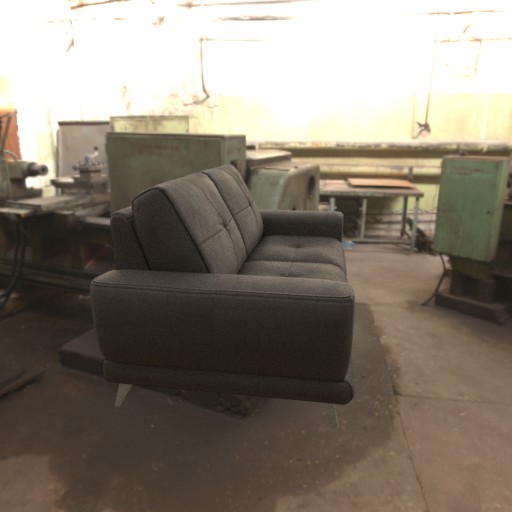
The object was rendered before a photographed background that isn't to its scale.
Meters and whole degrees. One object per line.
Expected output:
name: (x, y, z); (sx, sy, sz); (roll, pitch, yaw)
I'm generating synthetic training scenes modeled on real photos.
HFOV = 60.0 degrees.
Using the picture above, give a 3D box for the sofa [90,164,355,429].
sofa: (0.000, 0.000, 2.448); (1.018, 0.907, 1.806); (3, 16, 9)
